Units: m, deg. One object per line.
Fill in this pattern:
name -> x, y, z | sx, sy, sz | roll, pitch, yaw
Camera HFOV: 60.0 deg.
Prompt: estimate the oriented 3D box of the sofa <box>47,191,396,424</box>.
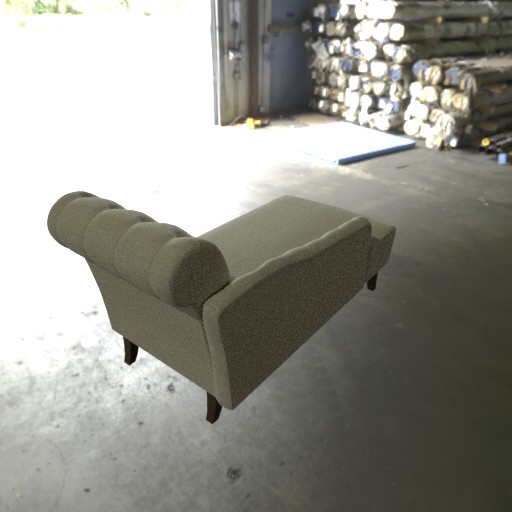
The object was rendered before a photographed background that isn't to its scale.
sofa -> 0.000, 0.000, 1.859 | 0.675, 0.787, 1.379 | 22, 36, 33
